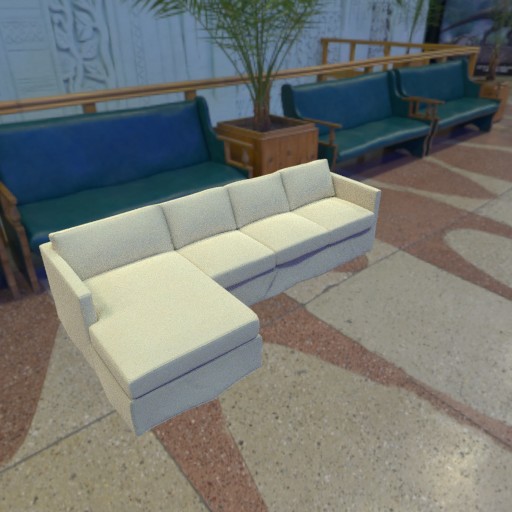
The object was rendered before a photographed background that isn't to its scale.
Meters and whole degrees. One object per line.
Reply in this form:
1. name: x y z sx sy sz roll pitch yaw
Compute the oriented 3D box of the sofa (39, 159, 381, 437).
1. sofa: 0.000 0.000 3.969 3.205 0.922 1.650 -21 36 -33
